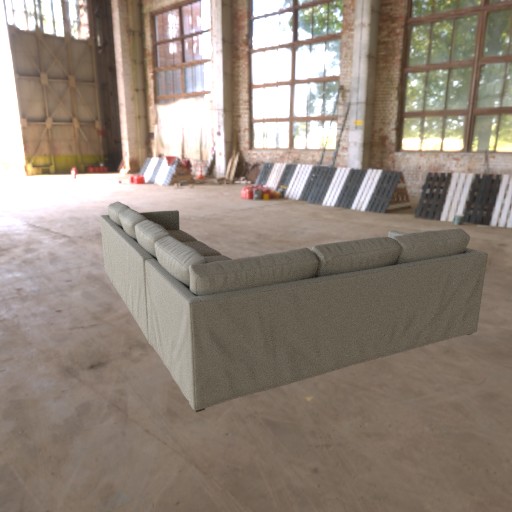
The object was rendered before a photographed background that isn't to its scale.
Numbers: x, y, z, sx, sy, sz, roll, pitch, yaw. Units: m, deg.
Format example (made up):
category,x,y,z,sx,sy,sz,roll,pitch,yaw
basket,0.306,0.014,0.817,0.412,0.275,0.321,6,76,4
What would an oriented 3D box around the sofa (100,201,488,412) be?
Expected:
category,x,y,z,sx,sy,sz,roll,pitch,yaw
sofa,0.000,0.000,4.319,2.432,0.871,3.182,-7,17,-26
